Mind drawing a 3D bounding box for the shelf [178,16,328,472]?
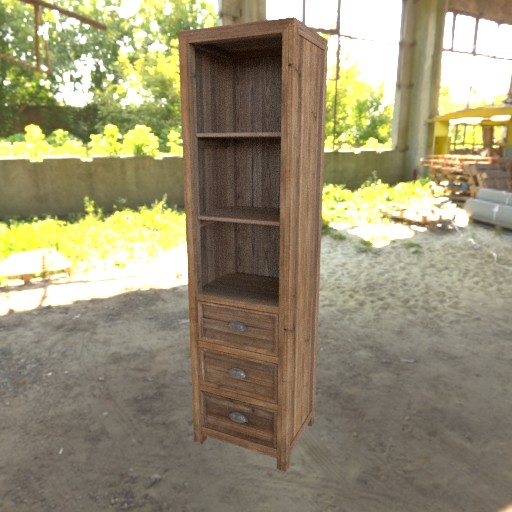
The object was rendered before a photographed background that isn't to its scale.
[{"bbox_3d":[0.000,0.000,2.088,0.500,1.900,0.428,7,16,24],"label":"shelf"}]
